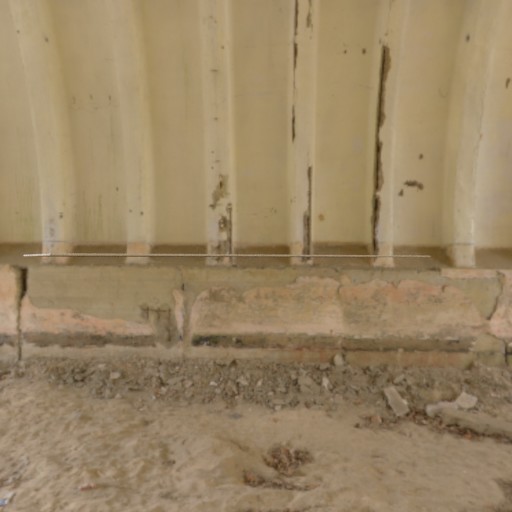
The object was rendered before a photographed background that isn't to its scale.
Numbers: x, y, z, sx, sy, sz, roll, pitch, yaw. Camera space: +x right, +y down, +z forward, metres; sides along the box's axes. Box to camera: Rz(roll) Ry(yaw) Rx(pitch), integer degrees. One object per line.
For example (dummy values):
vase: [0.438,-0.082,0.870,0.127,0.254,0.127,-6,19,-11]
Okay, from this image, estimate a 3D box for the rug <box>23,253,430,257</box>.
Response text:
rug: [0.000,0.000,2.696,2.435,0.009,0.750,0,0,-35]
